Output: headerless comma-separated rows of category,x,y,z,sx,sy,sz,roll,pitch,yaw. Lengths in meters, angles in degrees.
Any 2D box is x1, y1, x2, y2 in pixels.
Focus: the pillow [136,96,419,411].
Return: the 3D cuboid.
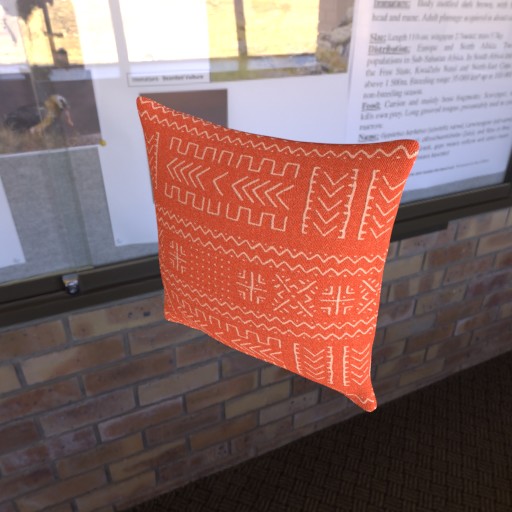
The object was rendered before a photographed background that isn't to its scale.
pillow,0.000,0.000,0.683,0.438,0.429,0.164,18,35,29
